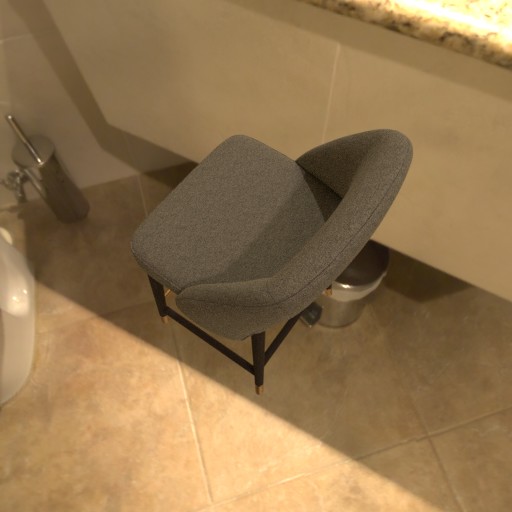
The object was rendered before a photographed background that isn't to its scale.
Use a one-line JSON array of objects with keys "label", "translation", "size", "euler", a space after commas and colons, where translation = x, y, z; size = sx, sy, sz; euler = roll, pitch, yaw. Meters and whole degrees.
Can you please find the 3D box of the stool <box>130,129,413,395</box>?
[{"label": "stool", "translation": [0.000, 0.000, 1.217], "size": [0.524, 0.925, 0.536], "euler": [33, 68, 15]}]
